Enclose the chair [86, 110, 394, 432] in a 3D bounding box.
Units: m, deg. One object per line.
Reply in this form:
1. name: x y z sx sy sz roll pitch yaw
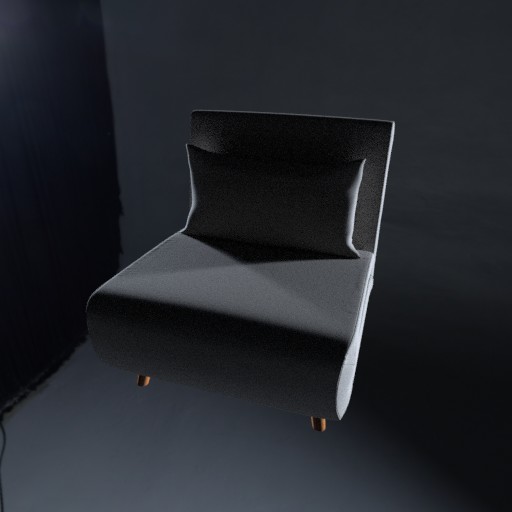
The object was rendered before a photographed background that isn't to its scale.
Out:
1. chair: 0.000 0.000 1.493 0.770 0.808 0.902 9 29 16
